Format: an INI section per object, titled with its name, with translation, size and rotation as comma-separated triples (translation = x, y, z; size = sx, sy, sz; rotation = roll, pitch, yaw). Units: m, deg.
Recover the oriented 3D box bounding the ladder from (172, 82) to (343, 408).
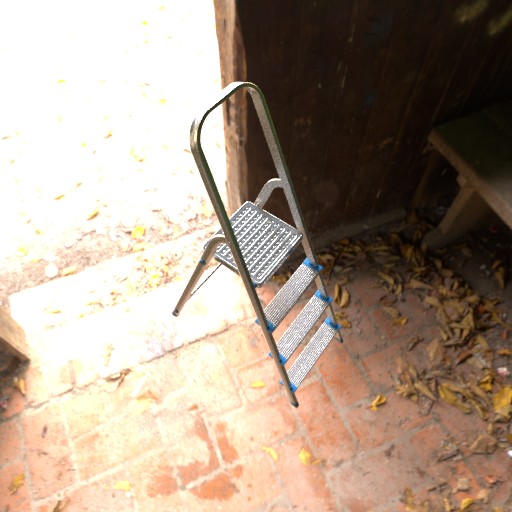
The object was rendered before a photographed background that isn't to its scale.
[ladder]
translation = 0.000, 0.000, 1.805
size = 0.842, 1.434, 0.445
rotation = 33, 63, 19
